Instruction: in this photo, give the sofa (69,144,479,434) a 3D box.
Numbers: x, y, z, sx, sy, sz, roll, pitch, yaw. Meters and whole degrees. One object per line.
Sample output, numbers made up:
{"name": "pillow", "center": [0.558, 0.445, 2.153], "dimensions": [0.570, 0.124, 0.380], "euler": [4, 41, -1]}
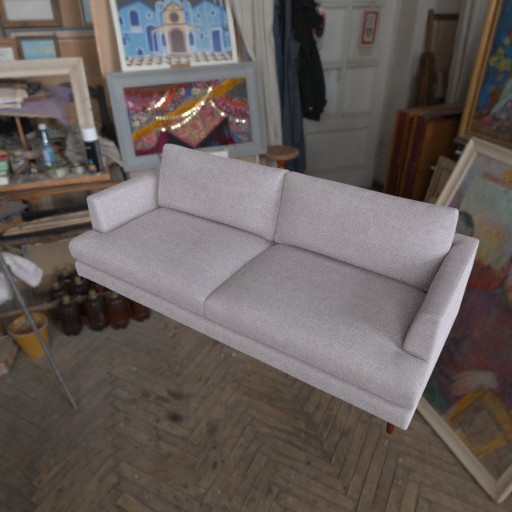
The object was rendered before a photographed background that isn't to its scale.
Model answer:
{"name": "sofa", "center": [0.000, 0.000, 2.668], "dimensions": [2.250, 0.868, 1.020], "euler": [19, 36, 28]}
